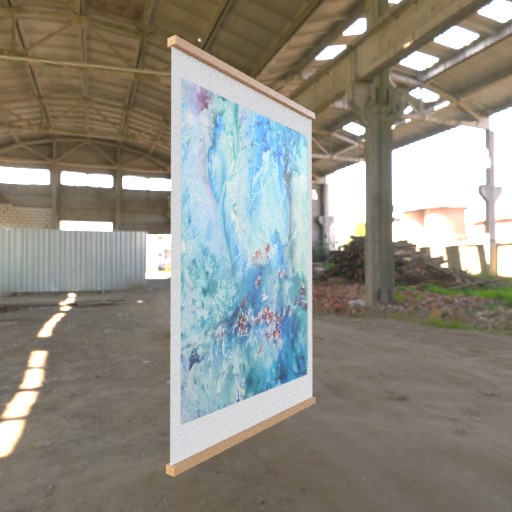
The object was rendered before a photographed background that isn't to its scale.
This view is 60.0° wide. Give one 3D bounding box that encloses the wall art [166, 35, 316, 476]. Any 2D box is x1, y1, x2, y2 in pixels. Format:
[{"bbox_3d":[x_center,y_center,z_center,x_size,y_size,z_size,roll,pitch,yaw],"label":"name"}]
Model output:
[{"bbox_3d":[0.000,0.000,1.301,0.027,1.020,0.669,-1,-1,36],"label":"wall art"}]
